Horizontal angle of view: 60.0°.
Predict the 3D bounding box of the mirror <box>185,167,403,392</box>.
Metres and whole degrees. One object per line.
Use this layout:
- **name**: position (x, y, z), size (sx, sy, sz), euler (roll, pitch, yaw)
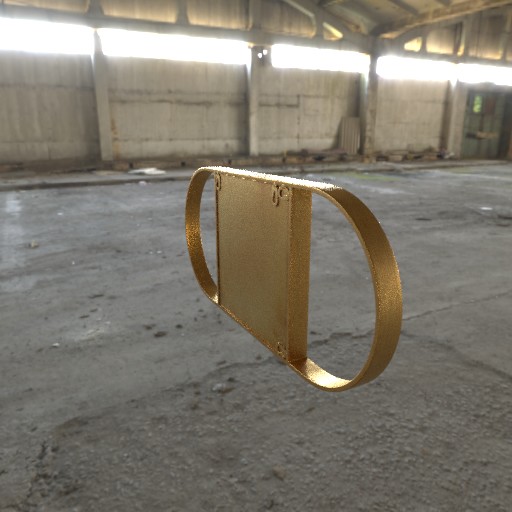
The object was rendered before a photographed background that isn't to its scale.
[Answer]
- **mirror**: position (0.000, 0.000, 0.697), size (0.032, 0.254, 0.584), euler (-8, 17, -27)
